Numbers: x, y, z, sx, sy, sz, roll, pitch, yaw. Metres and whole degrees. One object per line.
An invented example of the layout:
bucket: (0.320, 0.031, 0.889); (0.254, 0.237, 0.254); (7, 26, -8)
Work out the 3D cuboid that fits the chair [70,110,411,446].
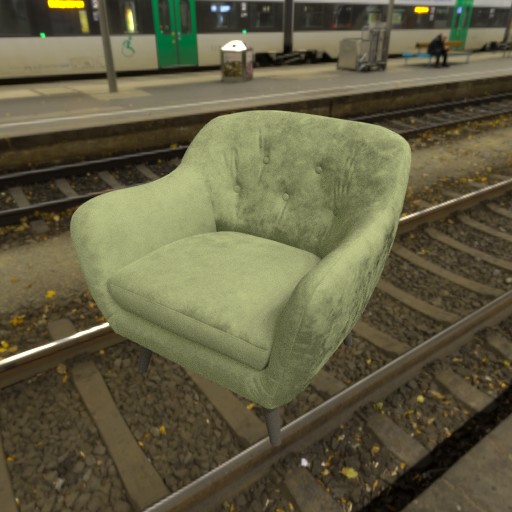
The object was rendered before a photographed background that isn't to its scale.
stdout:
chair: (0.000, 0.000, 1.477); (0.840, 0.804, 0.819); (17, 32, 29)
